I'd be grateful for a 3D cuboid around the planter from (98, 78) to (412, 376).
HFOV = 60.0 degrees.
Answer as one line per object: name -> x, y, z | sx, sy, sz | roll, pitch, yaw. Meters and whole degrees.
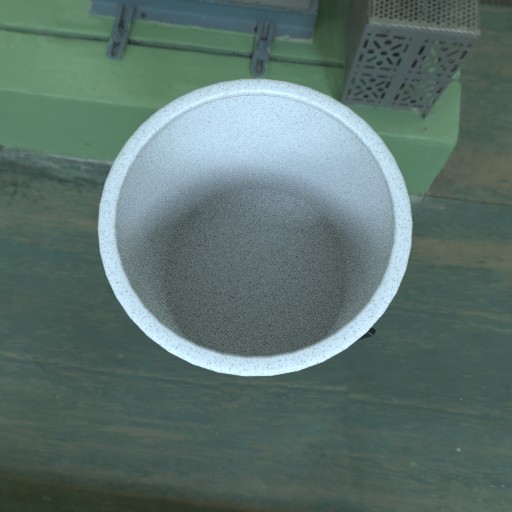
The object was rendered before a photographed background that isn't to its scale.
planter -> 0.000, 0.000, 0.641 | 0.313, 0.423, 0.335 | 6, 75, 2
